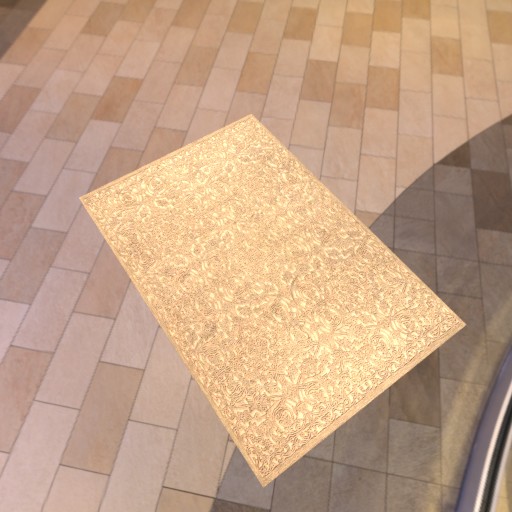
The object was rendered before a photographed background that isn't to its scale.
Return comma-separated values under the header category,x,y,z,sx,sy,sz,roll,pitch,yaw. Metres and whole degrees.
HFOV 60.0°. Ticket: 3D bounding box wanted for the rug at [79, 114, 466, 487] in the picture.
category,x,y,z,sx,sy,sz,roll,pitch,yaw
rug,0.000,0.000,2.366,1.221,0.006,1.827,-31,64,-17
